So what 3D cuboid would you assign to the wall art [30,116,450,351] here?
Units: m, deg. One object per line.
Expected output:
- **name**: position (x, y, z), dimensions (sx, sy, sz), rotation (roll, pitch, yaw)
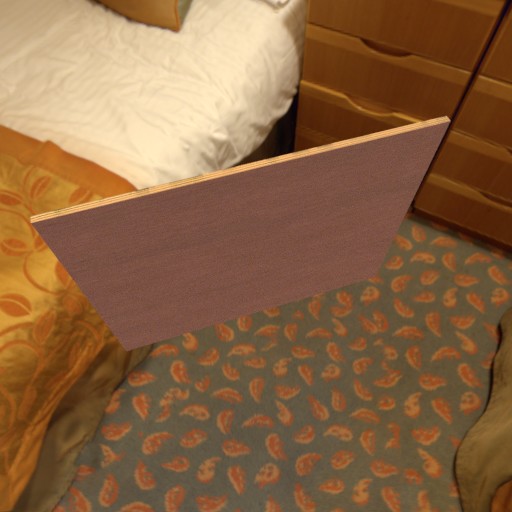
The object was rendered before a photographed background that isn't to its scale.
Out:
- **wall art**: position (0.000, 0.000, 0.690), dimensions (0.508, 0.408, 0.010), rotation (-15, 60, -9)
